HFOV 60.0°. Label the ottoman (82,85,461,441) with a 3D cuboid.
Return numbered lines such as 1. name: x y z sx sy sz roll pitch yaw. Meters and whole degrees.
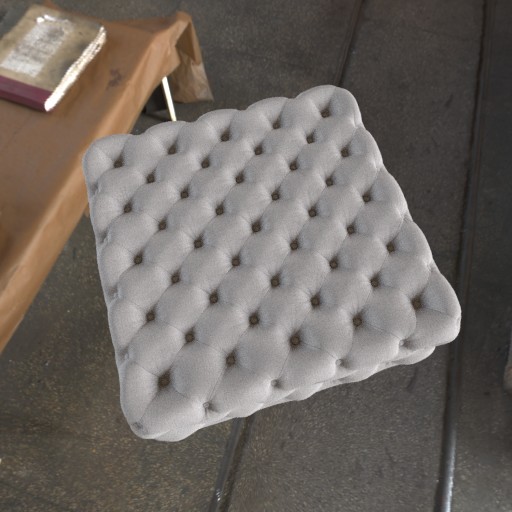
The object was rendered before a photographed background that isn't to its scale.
1. ottoman: 0.000 0.000 1.172 0.758 0.365 0.764 -15 66 -7
